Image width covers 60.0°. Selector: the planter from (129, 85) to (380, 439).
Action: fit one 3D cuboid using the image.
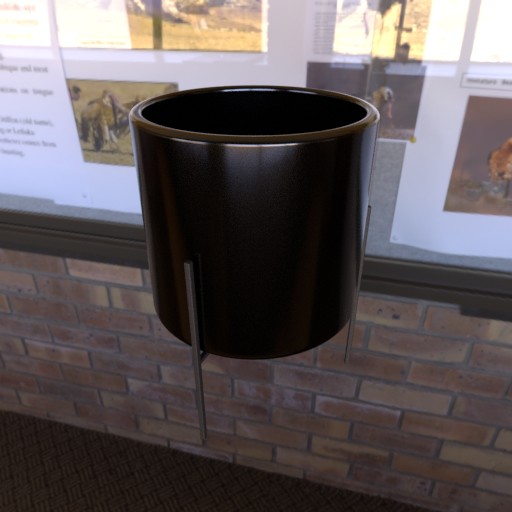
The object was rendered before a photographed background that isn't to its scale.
[{"bbox_3d":[0.000,0.000,0.654,0.310,0.432,0.310,-9,32,-15],"label":"planter"}]
